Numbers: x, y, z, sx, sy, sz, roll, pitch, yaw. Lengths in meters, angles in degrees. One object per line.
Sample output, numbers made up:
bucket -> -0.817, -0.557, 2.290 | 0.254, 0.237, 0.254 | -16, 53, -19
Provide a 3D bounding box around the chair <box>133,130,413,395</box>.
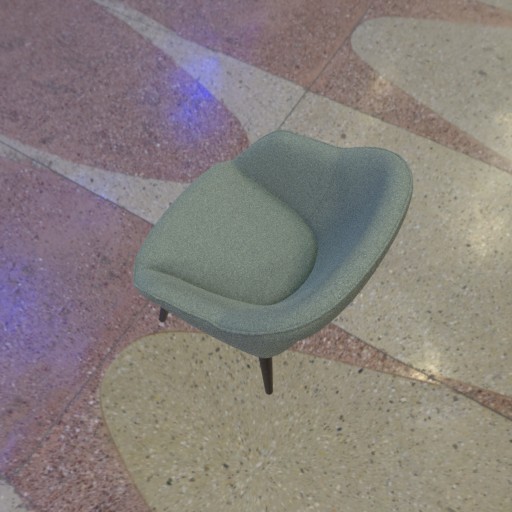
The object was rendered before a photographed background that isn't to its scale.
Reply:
chair -> 0.000, 0.000, 1.258 | 0.611, 0.810, 0.589 | 31, 68, 14
